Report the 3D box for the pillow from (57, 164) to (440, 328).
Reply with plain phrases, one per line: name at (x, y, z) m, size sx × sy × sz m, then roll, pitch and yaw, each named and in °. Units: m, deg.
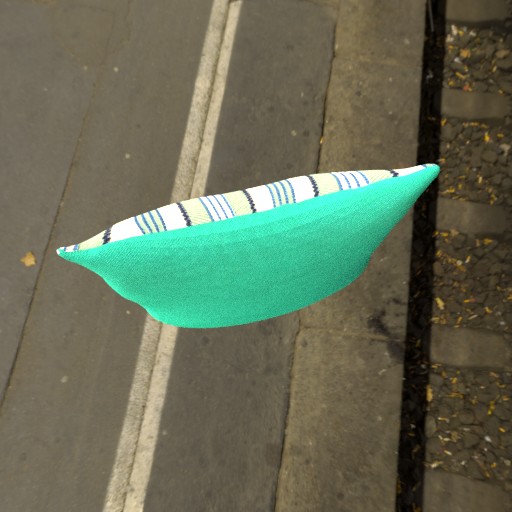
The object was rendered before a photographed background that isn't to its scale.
pillow at (0.000, 0.000, 0.689) m, size 0.440 × 0.441 × 0.182 m, roll -13°, pitch 76°, yaw -3°
